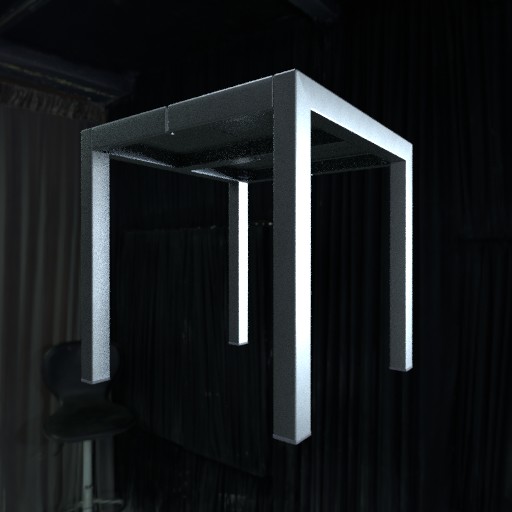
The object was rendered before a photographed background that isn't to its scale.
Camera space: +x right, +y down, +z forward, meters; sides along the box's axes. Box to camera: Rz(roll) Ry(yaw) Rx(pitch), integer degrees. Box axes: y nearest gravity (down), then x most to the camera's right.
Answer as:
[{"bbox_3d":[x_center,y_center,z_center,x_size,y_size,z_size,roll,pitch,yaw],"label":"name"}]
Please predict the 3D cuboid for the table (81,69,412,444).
[{"bbox_3d":[0.000,0.000,0.951,0.508,0.508,0.508,0,0,36],"label":"table"}]
